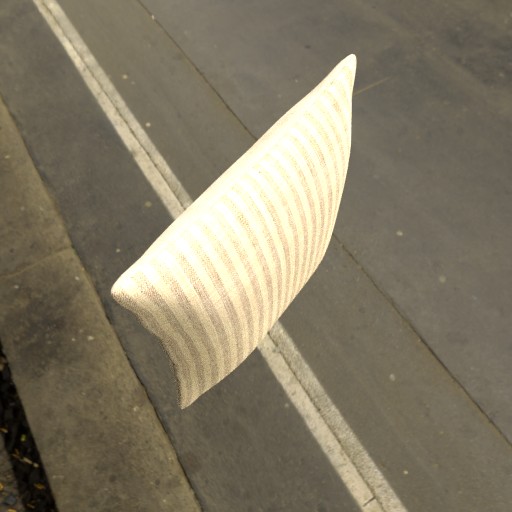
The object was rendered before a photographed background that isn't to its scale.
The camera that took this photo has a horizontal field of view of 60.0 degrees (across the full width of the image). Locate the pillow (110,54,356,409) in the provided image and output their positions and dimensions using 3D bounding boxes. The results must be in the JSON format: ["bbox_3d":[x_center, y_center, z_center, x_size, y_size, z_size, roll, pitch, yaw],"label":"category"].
[{"bbox_3d":[0.000,0.000,0.795,0.166,0.510,0.523,33,64,18],"label":"pillow"}]
